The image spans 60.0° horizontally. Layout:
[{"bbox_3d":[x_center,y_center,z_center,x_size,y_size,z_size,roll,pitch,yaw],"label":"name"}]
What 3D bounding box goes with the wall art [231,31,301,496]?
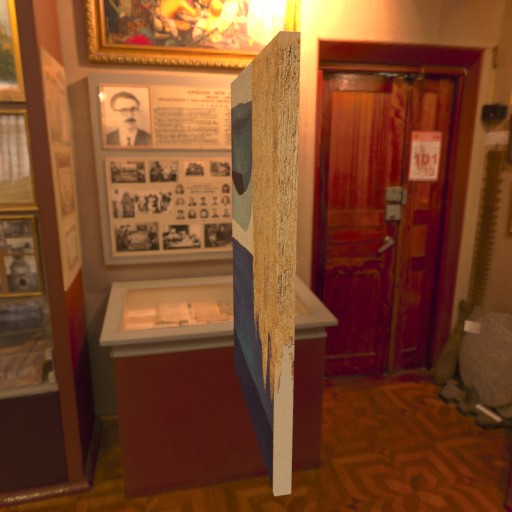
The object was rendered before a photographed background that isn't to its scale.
[{"bbox_3d":[0.000,0.000,1.134,0.039,0.911,0.607,-3,14,-11],"label":"wall art"}]
